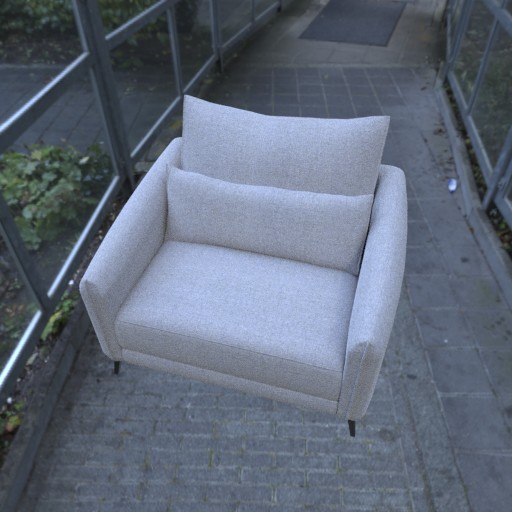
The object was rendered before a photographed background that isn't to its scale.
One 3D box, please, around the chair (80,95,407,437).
[{"bbox_3d":[0.000,0.000,1.622,1.029,0.856,0.801,11,43,12],"label":"chair"}]
